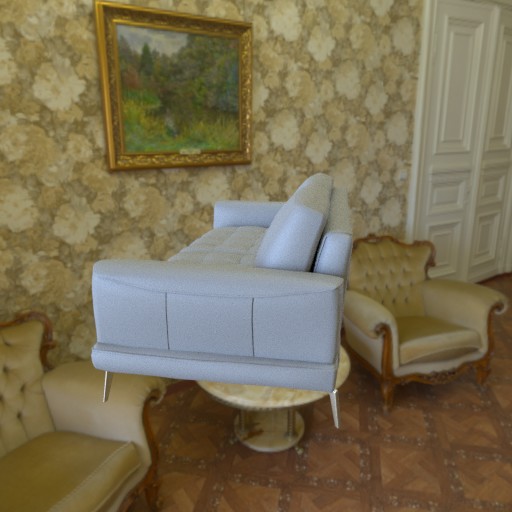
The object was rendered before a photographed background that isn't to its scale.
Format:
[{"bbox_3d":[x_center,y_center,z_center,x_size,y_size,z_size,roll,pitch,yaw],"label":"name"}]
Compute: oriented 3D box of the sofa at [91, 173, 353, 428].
[{"bbox_3d":[0.000,0.000,2.786,1.121,0.930,2.177,3,15,10],"label":"sofa"}]
